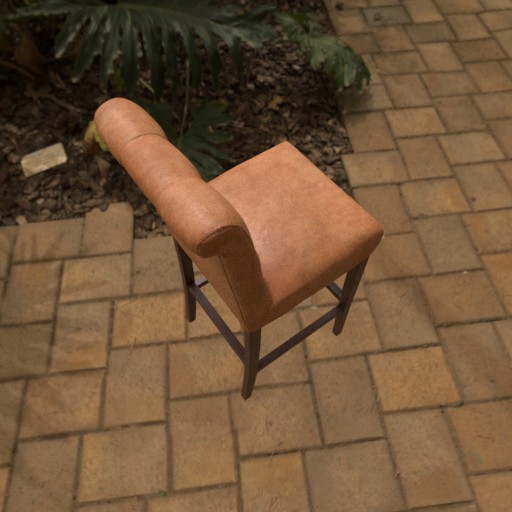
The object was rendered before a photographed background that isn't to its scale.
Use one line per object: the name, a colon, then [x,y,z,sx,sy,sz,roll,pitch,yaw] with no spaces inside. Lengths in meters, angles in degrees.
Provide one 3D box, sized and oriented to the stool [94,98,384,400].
stool: [0.000,0.000,1.433,0.601,1.140,0.493,-31,61,-19]
